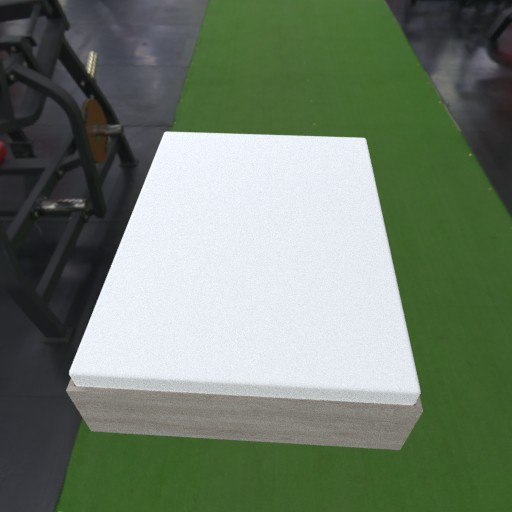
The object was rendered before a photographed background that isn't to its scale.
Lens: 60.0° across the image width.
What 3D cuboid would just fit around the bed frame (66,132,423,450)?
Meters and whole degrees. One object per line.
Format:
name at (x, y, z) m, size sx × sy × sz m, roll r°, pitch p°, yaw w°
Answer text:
bed frame at (0.000, 0.000, 2.579) m, size 1.448 × 0.490 × 1.944 m, roll 2°, pitch 45°, yaw 2°
